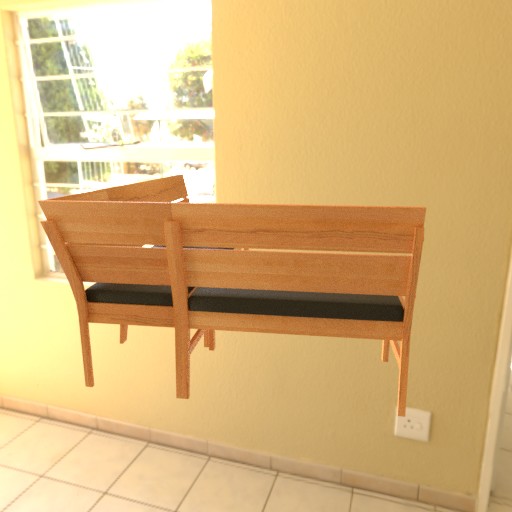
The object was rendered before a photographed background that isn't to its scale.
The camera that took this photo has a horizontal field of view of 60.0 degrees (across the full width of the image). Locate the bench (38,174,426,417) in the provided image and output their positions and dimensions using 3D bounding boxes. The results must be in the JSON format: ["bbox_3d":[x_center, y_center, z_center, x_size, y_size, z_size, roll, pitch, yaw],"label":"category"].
[{"bbox_3d":[0.000,0.000,2.771,1.548,0.890,1.948,2,14,8],"label":"bench"}]
